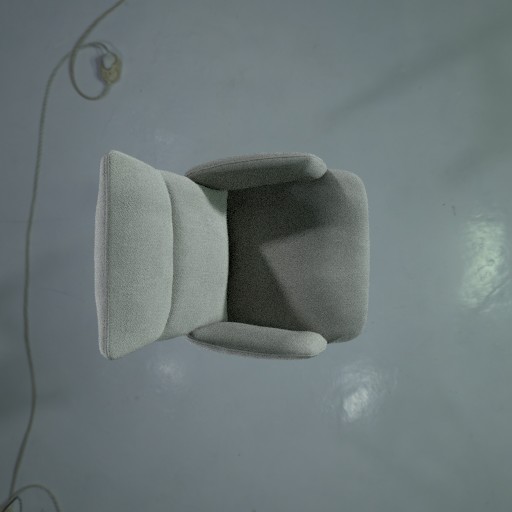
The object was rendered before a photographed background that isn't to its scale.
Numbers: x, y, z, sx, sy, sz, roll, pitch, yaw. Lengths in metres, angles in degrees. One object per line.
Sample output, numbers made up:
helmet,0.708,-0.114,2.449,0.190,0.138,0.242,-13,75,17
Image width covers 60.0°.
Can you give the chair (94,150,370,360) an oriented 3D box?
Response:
chair,0.000,0.000,1.623,0.889,1.016,0.711,0,90,0
